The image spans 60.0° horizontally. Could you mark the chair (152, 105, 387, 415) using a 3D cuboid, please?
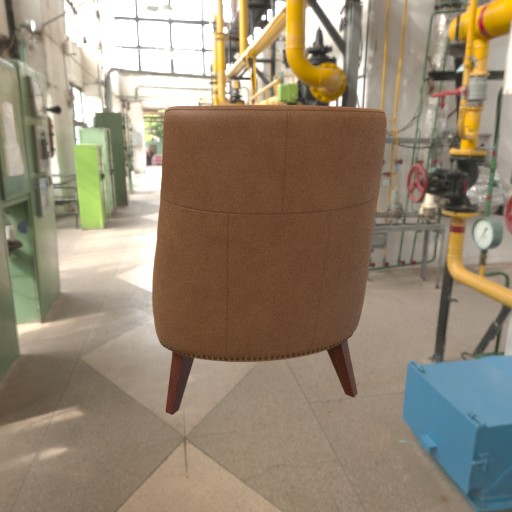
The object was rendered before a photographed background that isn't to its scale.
[{"bbox_3d":[0.000,0.000,1.502,0.701,0.909,0.861,-2,14,-9],"label":"chair"}]
